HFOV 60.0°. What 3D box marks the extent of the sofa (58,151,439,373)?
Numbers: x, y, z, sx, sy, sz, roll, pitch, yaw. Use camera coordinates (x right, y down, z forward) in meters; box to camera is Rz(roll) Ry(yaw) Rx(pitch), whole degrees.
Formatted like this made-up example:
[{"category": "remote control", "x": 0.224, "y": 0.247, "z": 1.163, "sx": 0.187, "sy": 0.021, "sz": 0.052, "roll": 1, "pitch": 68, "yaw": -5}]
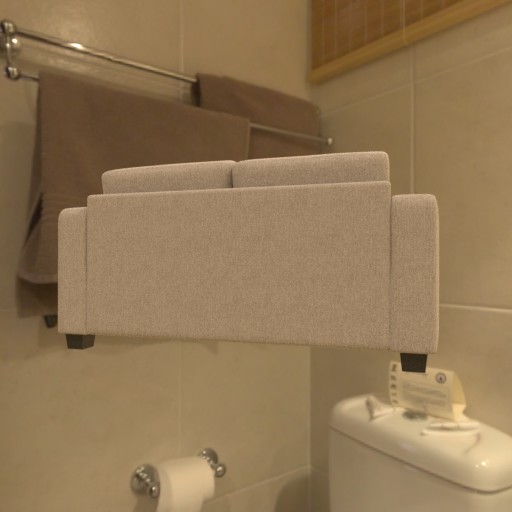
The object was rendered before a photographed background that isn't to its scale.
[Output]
[{"category": "sofa", "x": 0.000, "y": 0.000, "z": 2.105, "sx": 1.540, "sy": 0.800, "sz": 0.900, "roll": 0, "pitch": 0, "yaw": 16}]
